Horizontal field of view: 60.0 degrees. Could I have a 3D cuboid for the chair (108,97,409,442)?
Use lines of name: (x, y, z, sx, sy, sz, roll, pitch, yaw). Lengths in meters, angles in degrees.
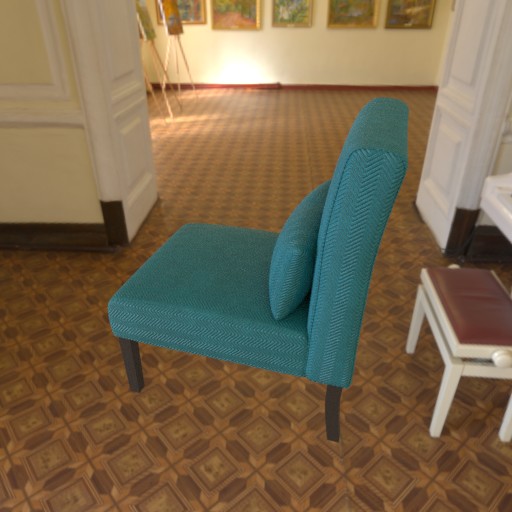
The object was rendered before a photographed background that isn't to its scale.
chair: (0.000, 0.000, 1.439, 0.808, 0.927, 0.579, 9, 32, 14)
